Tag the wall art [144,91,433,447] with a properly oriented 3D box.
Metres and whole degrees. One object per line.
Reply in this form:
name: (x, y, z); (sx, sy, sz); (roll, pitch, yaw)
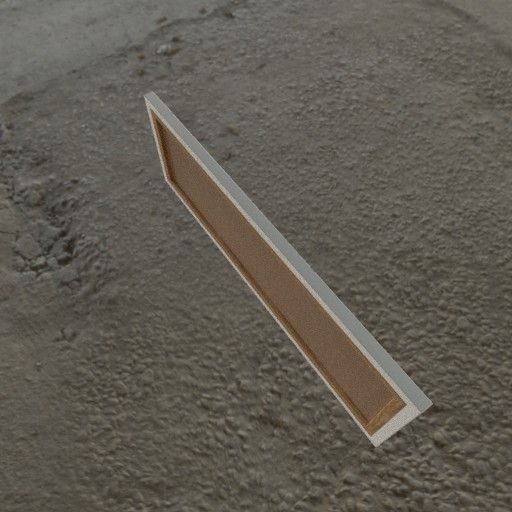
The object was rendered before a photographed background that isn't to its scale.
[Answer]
wall art: (0.000, 0.000, 1.677); (0.044, 0.507, 1.520); (-31, 62, -18)
